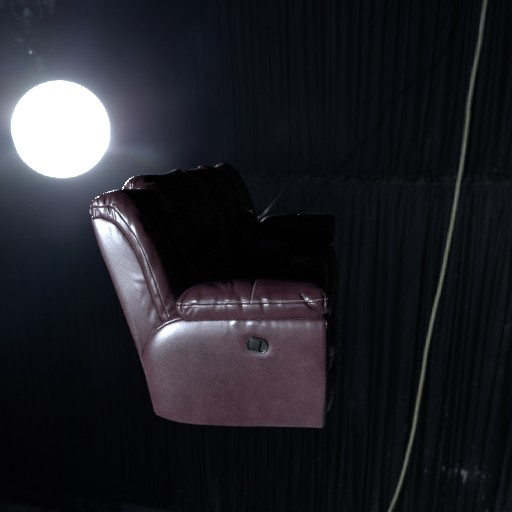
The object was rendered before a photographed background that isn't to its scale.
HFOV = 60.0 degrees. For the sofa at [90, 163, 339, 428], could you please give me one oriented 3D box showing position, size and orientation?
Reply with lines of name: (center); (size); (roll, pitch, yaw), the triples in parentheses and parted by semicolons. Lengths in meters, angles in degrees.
sofa: (0.000, 0.000, 2.640); (0.991, 1.043, 2.058); (2, 14, 10)
